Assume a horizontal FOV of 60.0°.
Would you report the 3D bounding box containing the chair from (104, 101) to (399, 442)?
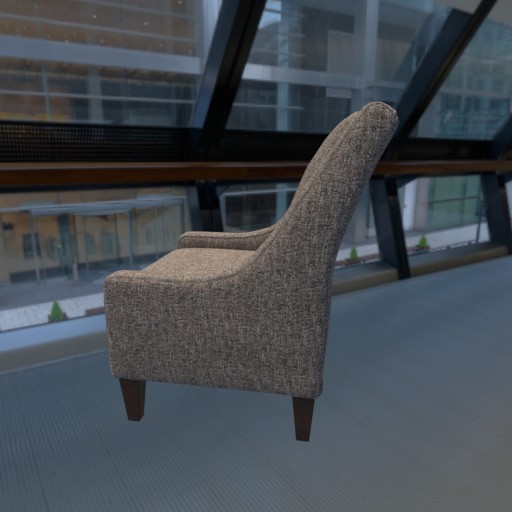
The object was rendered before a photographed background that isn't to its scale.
[{"bbox_3d":[0.000,0.000,1.648,0.870,1.014,0.774,3,14,10],"label":"chair"}]
